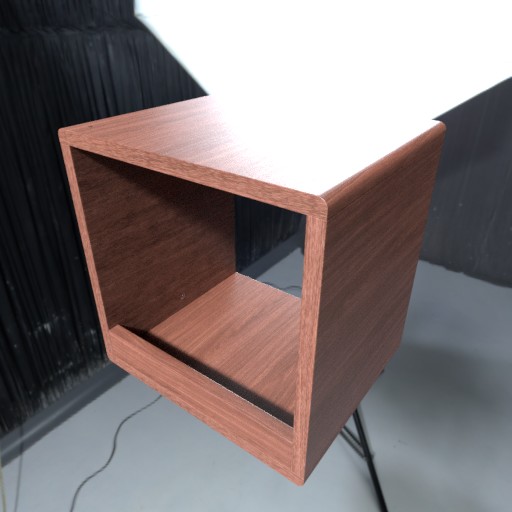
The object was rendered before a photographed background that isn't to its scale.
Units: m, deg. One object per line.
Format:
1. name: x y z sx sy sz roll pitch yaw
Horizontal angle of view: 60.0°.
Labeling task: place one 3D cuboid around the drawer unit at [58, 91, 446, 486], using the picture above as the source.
1. drawer unit: 0.000 0.000 0.602 0.349 0.351 0.290 21 36 31
